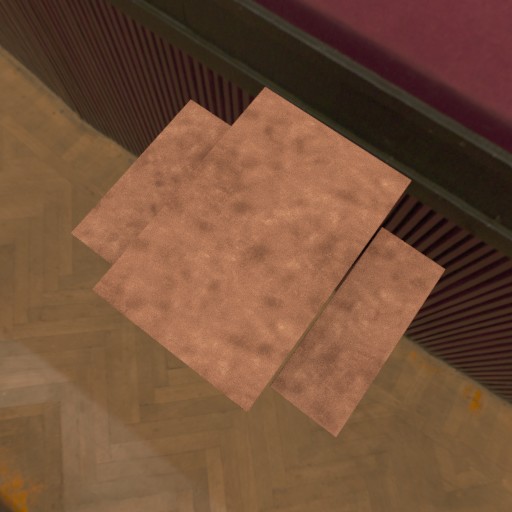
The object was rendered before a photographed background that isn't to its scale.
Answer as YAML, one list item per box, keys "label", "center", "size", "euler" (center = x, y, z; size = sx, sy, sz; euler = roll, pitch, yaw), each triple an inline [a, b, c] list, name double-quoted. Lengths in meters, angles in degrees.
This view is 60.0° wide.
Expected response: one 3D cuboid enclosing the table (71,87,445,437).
- label: "table"
  center: [0.000, 0.000, 2.061]
  size: [1.443, 0.700, 1.100]
  euler: [36, 78, 9]
